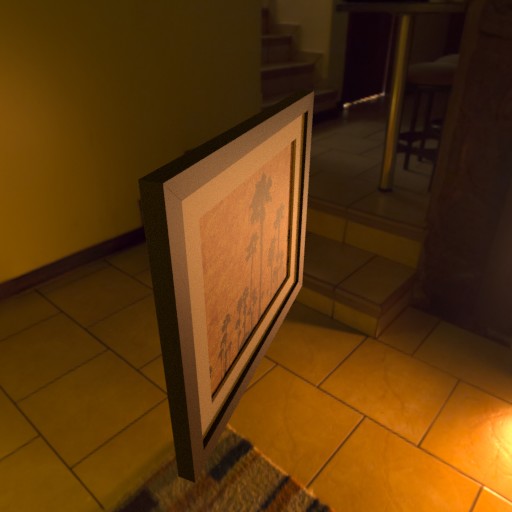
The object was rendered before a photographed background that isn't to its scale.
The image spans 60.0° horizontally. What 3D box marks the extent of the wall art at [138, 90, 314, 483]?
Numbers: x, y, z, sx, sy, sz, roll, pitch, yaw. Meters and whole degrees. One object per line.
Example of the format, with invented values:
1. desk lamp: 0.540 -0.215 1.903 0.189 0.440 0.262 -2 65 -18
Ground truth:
1. wall art: 0.000 0.000 0.764 0.028 0.460 0.561 11 31 18
